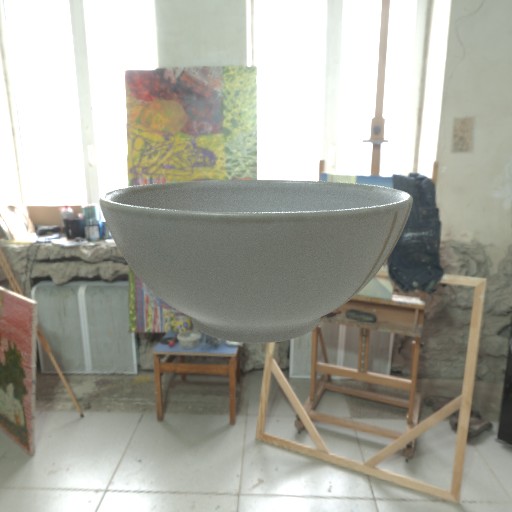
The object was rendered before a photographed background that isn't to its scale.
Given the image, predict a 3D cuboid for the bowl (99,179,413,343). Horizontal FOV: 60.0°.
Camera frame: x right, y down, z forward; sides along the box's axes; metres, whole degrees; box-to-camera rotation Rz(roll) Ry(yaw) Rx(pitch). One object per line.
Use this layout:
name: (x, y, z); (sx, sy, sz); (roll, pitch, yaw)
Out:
bowl: (0.000, 0.000, 0.414); (0.268, 0.121, 0.268); (0, 14, 0)
